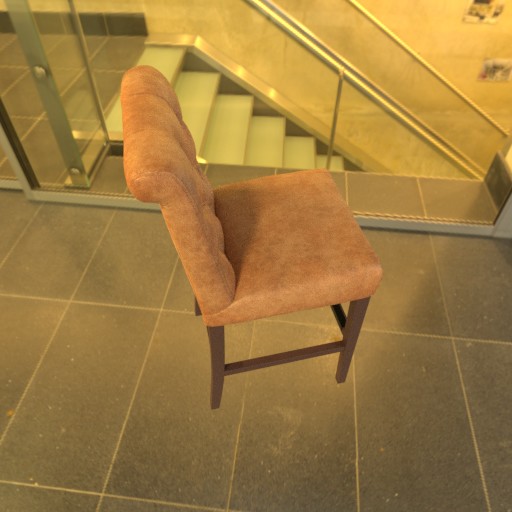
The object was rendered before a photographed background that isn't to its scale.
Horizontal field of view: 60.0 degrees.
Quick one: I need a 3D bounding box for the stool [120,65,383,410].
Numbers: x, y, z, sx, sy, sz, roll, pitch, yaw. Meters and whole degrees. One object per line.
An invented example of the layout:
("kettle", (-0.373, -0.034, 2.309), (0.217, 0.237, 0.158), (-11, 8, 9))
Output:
("stool", (0.000, 0.000, 1.367), (0.601, 1.047, 0.493), (-10, 48, -9))
